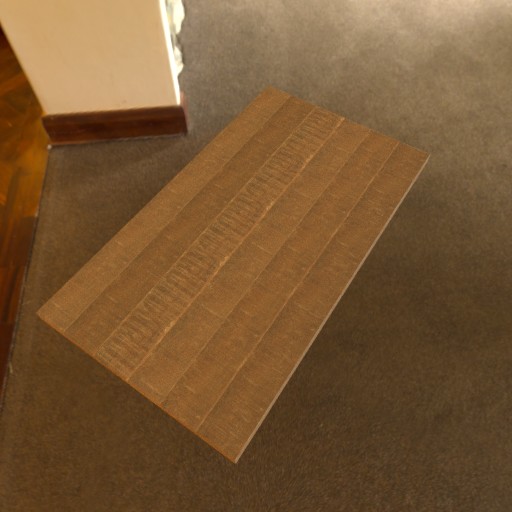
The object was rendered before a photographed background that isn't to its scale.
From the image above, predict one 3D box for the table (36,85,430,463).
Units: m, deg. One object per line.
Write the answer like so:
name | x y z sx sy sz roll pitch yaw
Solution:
table | 0.000 0.000 1.829 0.800 0.440 1.400 30 62 17
